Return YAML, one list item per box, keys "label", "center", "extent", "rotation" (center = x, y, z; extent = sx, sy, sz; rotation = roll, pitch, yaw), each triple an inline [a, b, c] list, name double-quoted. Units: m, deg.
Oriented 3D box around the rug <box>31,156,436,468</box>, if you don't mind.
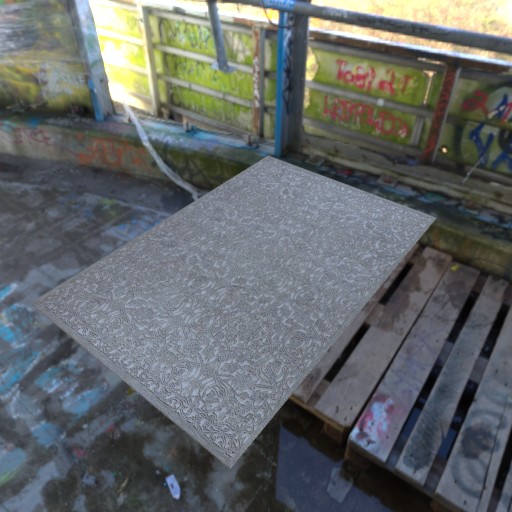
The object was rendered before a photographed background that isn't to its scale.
- label: "rug"
  center: [0.000, 0.000, 2.313]
  extent: [1.221, 0.006, 1.827]
  rotation: [27, 47, 28]
